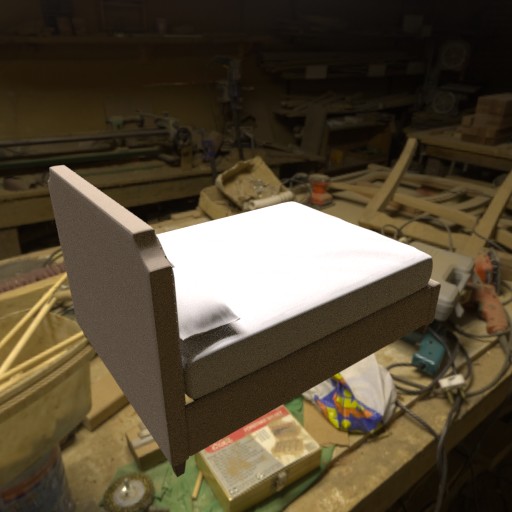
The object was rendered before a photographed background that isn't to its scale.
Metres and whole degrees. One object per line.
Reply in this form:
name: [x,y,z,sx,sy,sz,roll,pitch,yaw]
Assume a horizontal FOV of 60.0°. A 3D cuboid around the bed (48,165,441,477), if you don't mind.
bed: [0.000,0.000,3.311,2.329,1.415,1.703,-18,31,-32]
